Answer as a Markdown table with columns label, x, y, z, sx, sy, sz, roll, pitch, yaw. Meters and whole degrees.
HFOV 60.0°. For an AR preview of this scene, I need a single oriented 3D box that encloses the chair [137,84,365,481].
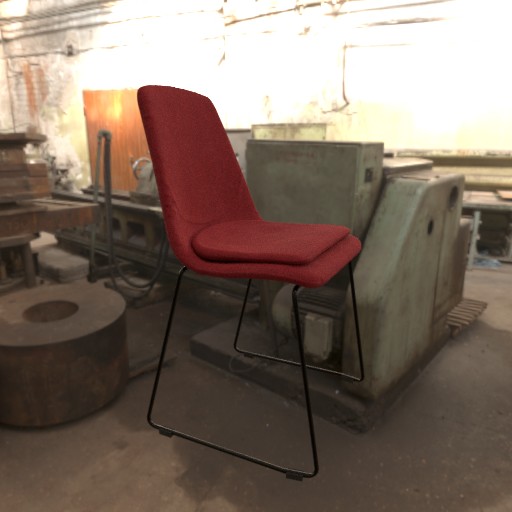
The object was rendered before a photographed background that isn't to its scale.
| label | x | y | z | sx | sy | sz | roll | pitch | yaw |
| --- | --- | --- | --- | --- | --- | --- | --- | --- | --- |
| chair | 0.000 | 0.000 | 1.158 | 0.518 | 0.858 | 0.479 | 7 | 16 | 25 |
